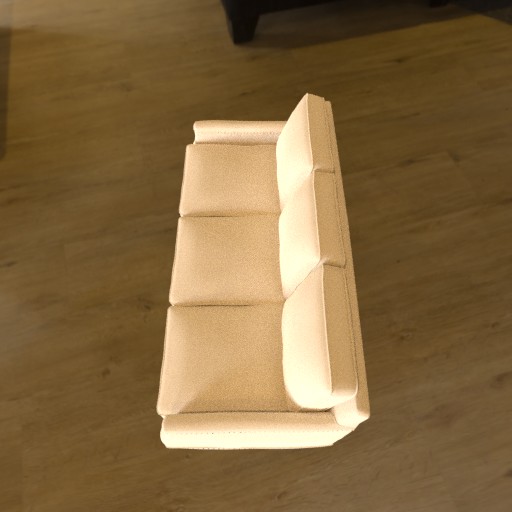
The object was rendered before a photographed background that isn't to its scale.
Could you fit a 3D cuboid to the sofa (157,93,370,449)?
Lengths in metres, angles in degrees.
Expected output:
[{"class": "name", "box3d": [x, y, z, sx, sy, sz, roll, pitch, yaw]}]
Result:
[{"class": "sofa", "box3d": [0.000, 0.000, 2.898, 1.084, 1.003, 2.246, 0, 59, 0]}]
